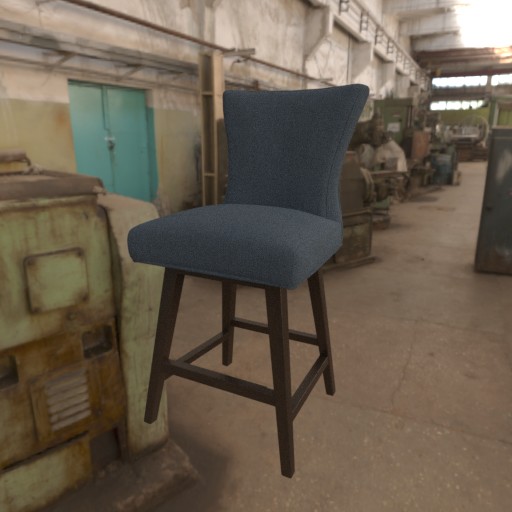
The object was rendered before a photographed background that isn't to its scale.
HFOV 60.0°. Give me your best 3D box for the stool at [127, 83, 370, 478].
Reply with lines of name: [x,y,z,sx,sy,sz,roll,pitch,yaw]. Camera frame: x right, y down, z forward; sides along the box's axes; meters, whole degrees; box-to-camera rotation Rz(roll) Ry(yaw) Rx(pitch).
stool: [0.000,0.000,1.349,0.514,1.000,0.574,8,18,27]
